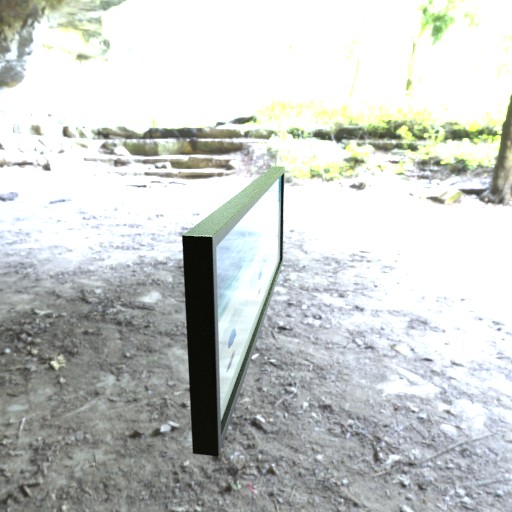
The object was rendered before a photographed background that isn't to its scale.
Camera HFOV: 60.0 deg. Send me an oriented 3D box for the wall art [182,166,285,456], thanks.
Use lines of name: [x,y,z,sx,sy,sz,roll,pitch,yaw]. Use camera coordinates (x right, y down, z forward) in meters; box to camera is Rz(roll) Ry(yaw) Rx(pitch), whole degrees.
wall art: [0.000,0.000,0.958,0.037,0.303,0.860,3,17,9]
